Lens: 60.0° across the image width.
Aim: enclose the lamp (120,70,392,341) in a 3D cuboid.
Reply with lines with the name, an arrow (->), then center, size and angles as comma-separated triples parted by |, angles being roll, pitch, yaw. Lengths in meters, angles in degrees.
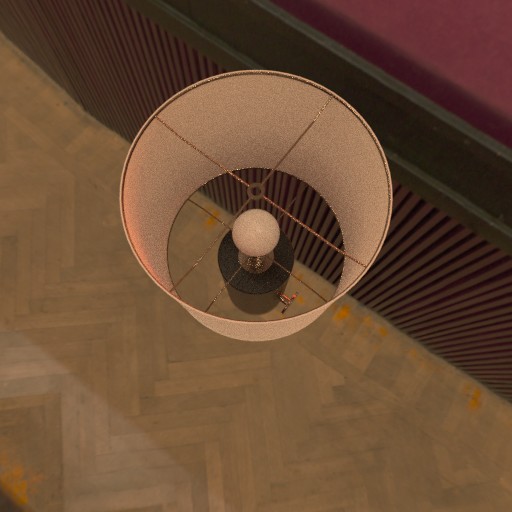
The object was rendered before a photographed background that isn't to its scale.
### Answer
lamp -> 0.000, 0.000, 0.625 | 0.240, 0.482, 0.241 | 37, 78, 9
